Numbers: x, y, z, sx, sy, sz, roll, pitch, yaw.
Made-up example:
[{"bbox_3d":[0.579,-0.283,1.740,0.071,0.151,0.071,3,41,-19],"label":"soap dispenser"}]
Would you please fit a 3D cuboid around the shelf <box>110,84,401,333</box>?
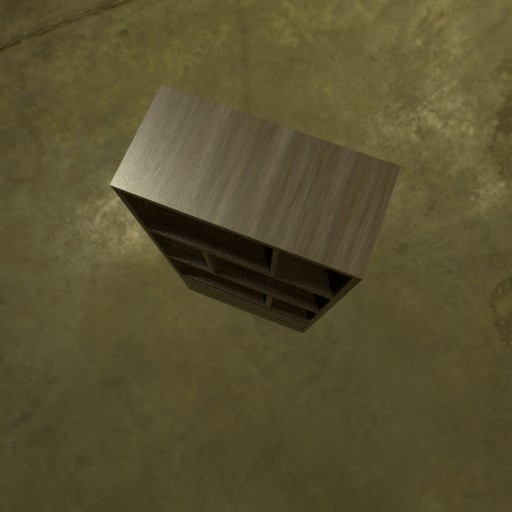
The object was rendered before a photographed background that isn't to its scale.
[{"bbox_3d":[0.000,0.000,1.869,0.670,1.545,0.323,21,76,5],"label":"shelf"}]
